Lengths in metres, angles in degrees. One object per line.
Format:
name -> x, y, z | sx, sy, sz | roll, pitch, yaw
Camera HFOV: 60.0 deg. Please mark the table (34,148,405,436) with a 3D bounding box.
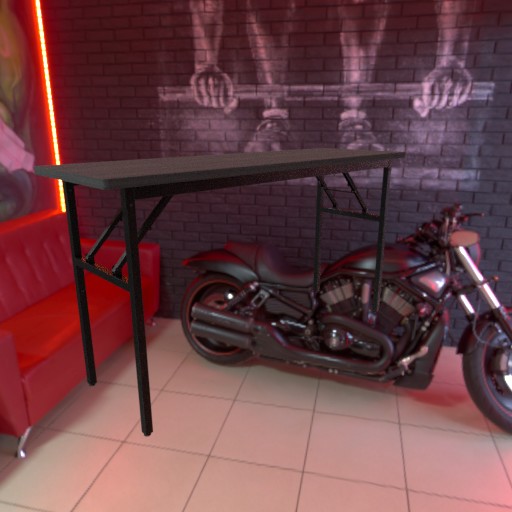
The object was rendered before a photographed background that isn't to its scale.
table -> 0.000, 0.000, 1.726 | 1.399, 0.750, 0.449 | -16, 23, -42
